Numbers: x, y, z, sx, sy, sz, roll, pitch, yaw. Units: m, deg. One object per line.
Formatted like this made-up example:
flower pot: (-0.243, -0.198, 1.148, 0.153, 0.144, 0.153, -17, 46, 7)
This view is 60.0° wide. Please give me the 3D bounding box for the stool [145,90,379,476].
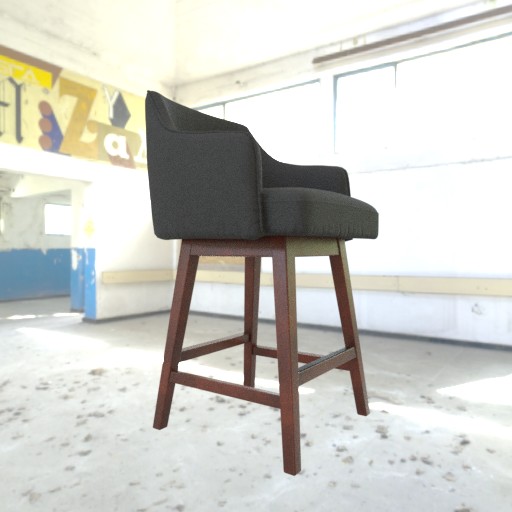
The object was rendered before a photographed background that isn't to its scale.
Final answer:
stool: (0.000, 0.000, 1.239, 0.558, 0.912, 0.548, 1, 1, 35)
